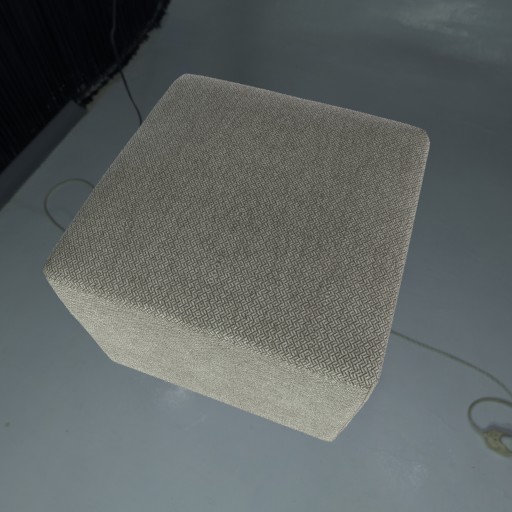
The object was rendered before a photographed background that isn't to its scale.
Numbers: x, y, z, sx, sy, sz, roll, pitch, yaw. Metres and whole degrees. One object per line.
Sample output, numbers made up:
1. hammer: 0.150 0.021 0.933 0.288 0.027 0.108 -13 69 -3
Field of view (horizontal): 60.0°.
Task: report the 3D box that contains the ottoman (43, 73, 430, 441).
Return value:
1. ottoman: 0.000 0.000 0.893 0.519 0.453 0.512 17 60 10
